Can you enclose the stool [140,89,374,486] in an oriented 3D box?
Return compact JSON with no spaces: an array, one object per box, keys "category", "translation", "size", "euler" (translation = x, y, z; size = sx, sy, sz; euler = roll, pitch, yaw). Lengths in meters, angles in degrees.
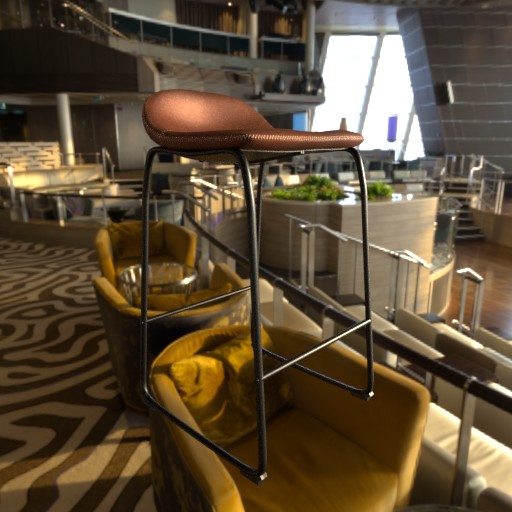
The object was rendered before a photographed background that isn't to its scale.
[{"category":"stool","translation":[0.000,0.000,1.133],"size":[0.473,0.830,0.454],"euler":[14,20,42]}]
